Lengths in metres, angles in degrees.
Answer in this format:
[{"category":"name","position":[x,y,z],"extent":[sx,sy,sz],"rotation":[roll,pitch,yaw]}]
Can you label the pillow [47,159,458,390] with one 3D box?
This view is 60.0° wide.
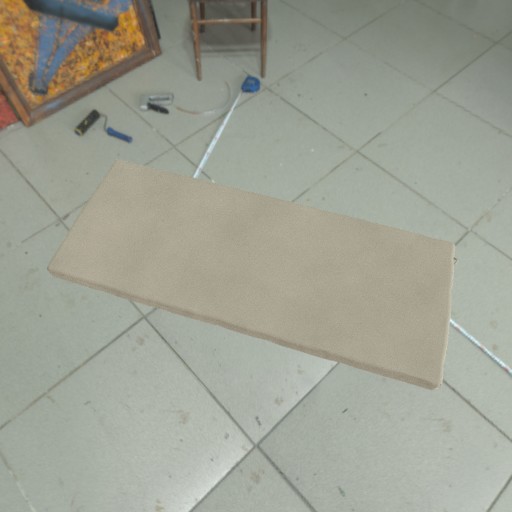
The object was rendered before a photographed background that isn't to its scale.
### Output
[{"category":"pillow","position":[0.000,0.000,1.349],"extent":[1.187,0.081,0.492],"rotation":[15,60,9]}]
